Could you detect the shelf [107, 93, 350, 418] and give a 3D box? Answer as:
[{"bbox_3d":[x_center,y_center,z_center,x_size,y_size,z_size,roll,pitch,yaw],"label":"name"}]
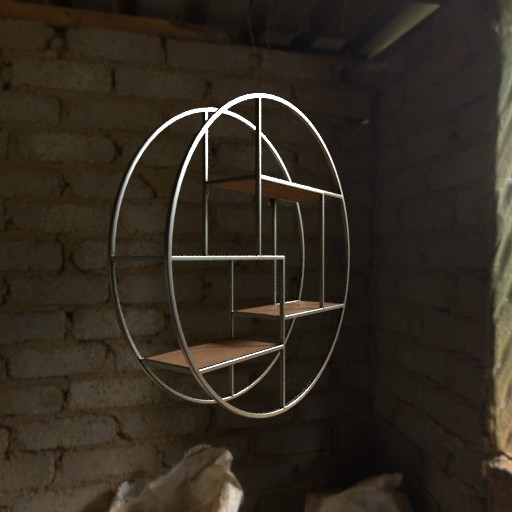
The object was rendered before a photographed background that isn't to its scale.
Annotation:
[{"bbox_3d":[0.000,0.000,1.320,0.202,0.888,0.888,0,0,36],"label":"shelf"}]
